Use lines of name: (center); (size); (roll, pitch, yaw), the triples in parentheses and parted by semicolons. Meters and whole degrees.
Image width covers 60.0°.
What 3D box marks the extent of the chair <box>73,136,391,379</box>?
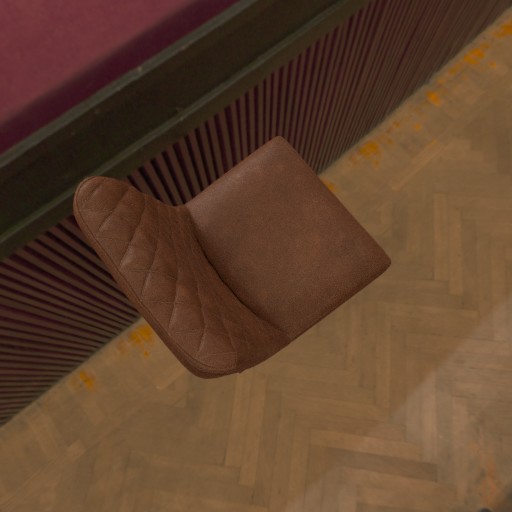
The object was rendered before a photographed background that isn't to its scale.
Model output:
chair: (0.000, 0.000, 1.233); (0.587, 0.889, 0.508); (-37, 78, -9)
